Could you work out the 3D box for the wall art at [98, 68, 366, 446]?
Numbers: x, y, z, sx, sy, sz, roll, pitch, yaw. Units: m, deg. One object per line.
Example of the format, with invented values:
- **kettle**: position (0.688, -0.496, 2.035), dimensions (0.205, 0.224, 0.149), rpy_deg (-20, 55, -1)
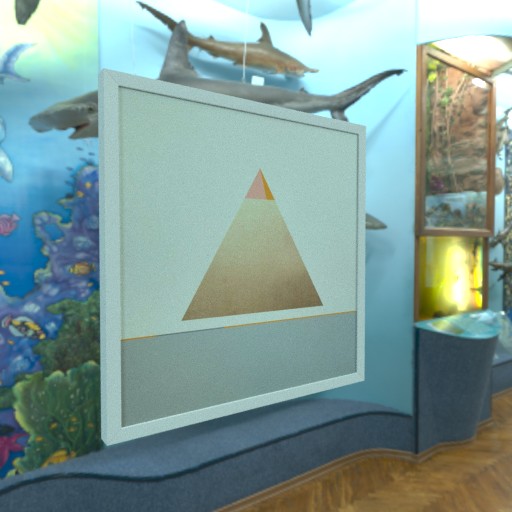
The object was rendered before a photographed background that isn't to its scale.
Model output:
- **wall art**: position (0.000, 0.000, 1.130), dimensions (0.768, 0.765, 0.041), rpy_deg (-1, 2, -34)
